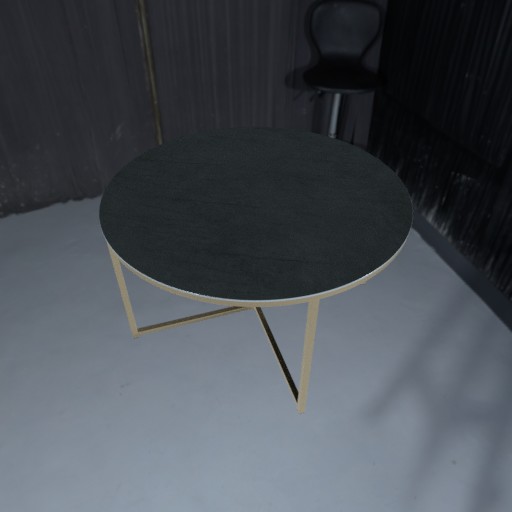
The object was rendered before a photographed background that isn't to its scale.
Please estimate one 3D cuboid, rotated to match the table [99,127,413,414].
[{"bbox_3d":[0.000,0.000,1.315,0.800,0.450,0.800,0,40,0],"label":"table"}]
